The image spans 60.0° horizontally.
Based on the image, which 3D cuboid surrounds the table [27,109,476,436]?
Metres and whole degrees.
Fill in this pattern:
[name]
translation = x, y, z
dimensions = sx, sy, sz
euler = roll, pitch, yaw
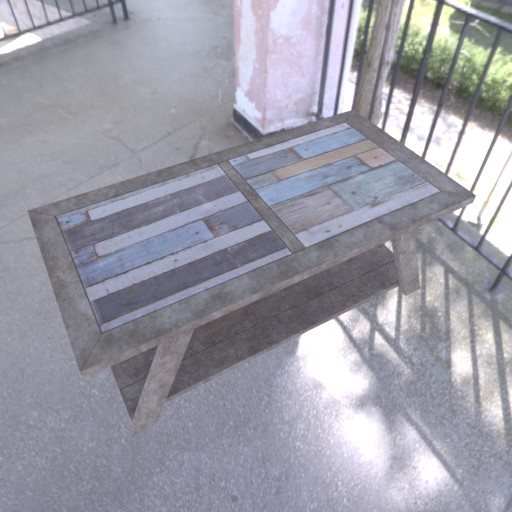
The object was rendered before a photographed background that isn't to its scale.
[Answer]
[table]
translation = 0.000, 0.000, 1.514
dimensions = 1.219, 0.470, 0.610
euler = -22, 51, -20
